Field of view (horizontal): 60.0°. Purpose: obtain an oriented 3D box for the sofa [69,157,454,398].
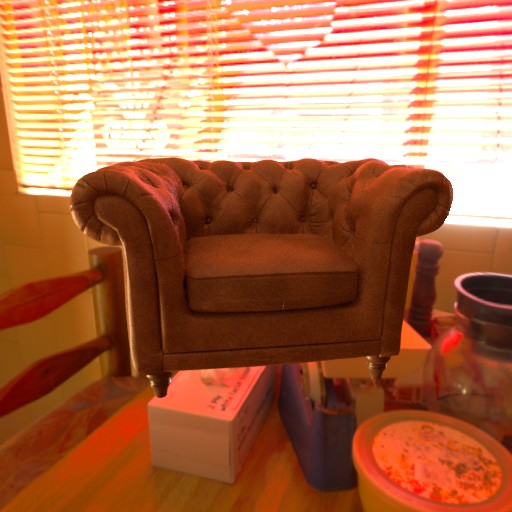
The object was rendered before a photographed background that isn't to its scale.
[{"bbox_3d":[0.000,0.000,2.061,1.405,0.878,1.033,-2,15,-8],"label":"sofa"}]
